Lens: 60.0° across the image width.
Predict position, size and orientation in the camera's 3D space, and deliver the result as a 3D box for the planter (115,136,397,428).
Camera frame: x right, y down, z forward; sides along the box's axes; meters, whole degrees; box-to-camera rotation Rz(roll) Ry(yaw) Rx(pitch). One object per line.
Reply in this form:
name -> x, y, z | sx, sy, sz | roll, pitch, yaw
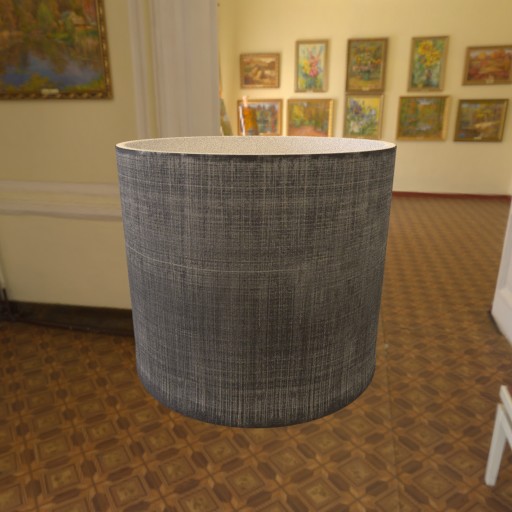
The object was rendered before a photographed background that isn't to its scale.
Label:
planter -> 0.000, 0.000, 0.317 | 0.178, 0.157, 0.178 | 0, 18, 0
